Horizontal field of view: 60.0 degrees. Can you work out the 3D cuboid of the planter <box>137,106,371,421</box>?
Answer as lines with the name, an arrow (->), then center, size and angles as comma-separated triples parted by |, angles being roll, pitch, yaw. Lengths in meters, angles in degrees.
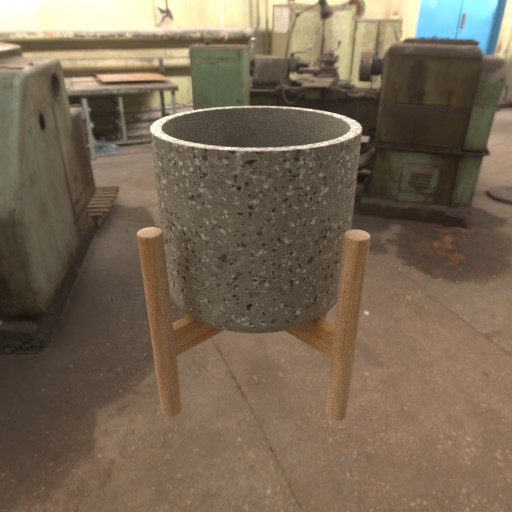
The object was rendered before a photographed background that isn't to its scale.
planter -> 0.000, 0.000, 0.549 | 0.284, 0.320, 0.284 | -10, 30, -18
